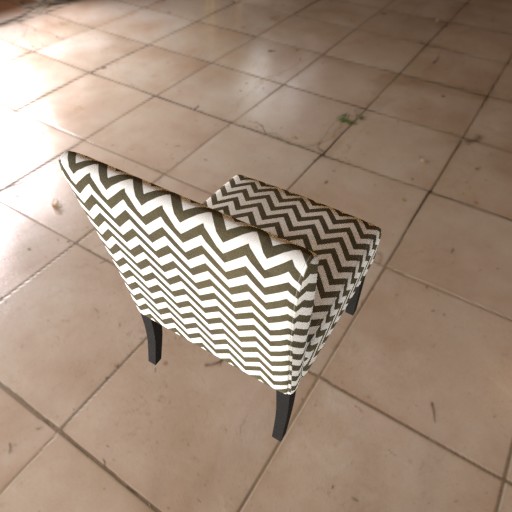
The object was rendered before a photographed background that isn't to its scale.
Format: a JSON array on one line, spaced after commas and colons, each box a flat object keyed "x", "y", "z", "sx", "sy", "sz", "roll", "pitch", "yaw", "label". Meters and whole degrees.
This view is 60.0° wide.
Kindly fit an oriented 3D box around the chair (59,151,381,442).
[{"x": 0.000, "y": 0.000, "z": 1.292, "sx": 0.589, "sy": 0.838, "sz": 0.648, "roll": 24, "pitch": 51, "yaw": 21, "label": "chair"}]
